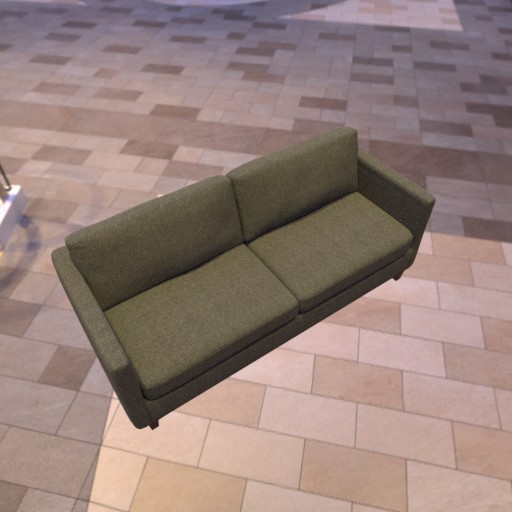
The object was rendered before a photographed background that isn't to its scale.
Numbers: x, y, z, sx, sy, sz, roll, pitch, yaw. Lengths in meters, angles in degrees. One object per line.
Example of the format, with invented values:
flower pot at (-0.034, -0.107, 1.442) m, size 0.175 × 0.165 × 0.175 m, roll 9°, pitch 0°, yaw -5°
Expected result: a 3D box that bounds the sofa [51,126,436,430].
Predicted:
sofa at (0.000, 0.000, 2.842) m, size 2.208 × 0.965 × 0.948 m, roll -26°, pitch 51°, yaw -23°
